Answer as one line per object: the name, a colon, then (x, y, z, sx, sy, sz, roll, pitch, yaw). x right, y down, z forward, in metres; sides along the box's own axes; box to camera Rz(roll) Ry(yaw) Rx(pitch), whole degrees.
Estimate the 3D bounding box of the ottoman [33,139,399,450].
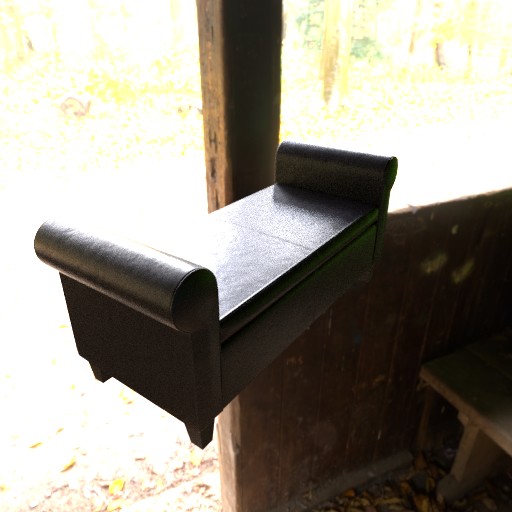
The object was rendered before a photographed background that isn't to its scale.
ottoman: (0.000, 0.000, 1.553, 0.521, 0.547, 1.256, 18, 32, 32)
